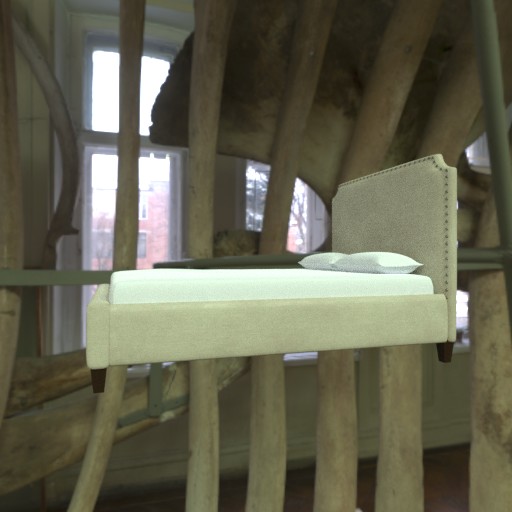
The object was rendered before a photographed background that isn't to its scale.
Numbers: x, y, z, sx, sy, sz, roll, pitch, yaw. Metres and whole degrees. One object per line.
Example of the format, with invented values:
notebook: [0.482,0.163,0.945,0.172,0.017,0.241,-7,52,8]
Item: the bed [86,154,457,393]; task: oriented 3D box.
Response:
bed: [0.000,0.000,3.441,2.372,1.443,1.712,0,0,-18]
